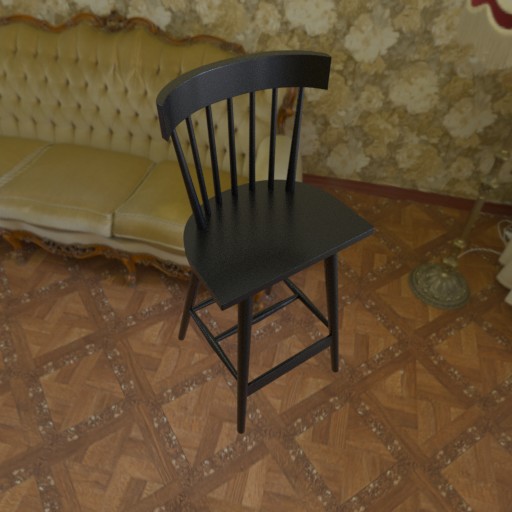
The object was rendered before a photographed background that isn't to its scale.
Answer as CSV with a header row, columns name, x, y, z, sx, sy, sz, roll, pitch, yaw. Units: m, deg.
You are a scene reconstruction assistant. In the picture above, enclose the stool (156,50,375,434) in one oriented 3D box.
name,x,y,z,sx,sy,sz,roll,pitch,yaw
stool,0.000,0.000,1.353,0.482,1.092,0.483,-25,51,-23
